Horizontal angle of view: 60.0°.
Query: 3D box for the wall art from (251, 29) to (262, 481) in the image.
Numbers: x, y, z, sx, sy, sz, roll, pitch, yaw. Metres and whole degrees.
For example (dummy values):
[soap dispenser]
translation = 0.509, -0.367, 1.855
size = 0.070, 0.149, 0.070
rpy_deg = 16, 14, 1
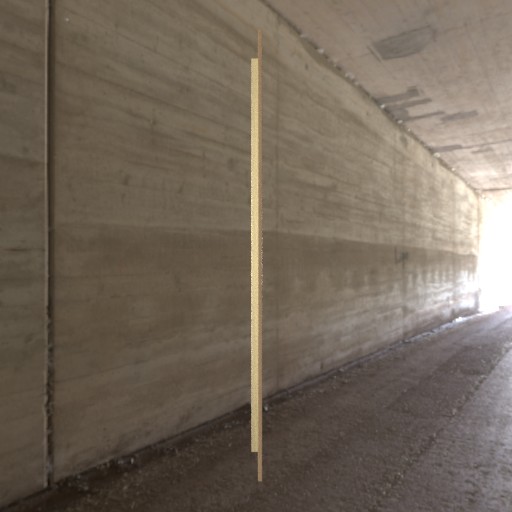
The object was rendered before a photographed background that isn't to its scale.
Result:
[wall art]
translation = 0.000, 0.000, 1.629
size = 0.025, 1.067, 1.168
rpy_deg = 0, 0, 0
